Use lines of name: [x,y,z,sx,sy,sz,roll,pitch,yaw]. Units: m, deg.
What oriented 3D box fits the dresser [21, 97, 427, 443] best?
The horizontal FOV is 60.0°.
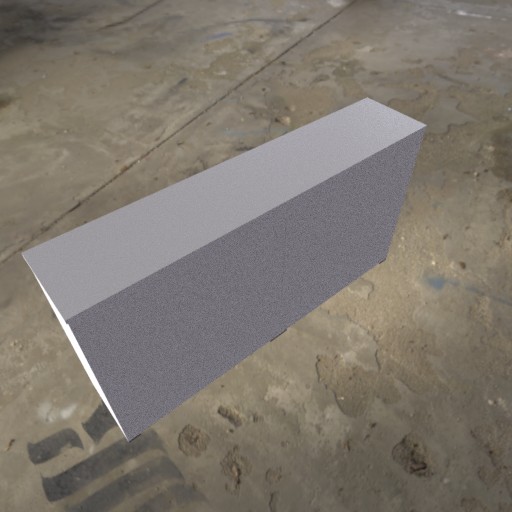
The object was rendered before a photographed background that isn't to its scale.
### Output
dresser: [0.000,0.000,1.841,1.535,0.790,0.333,-31,53,-26]
